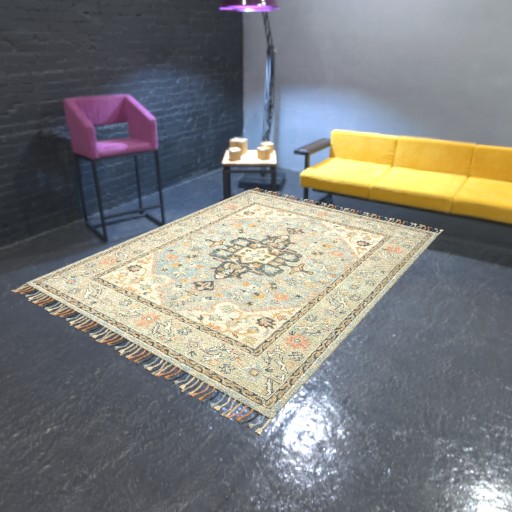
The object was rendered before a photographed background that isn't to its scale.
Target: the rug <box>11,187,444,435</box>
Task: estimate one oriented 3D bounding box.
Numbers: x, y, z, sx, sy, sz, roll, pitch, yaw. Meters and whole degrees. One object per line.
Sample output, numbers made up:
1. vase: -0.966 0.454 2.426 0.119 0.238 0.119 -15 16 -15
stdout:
1. rug: 0.000 0.000 2.132 1.278 0.009 1.730 18 32 32
